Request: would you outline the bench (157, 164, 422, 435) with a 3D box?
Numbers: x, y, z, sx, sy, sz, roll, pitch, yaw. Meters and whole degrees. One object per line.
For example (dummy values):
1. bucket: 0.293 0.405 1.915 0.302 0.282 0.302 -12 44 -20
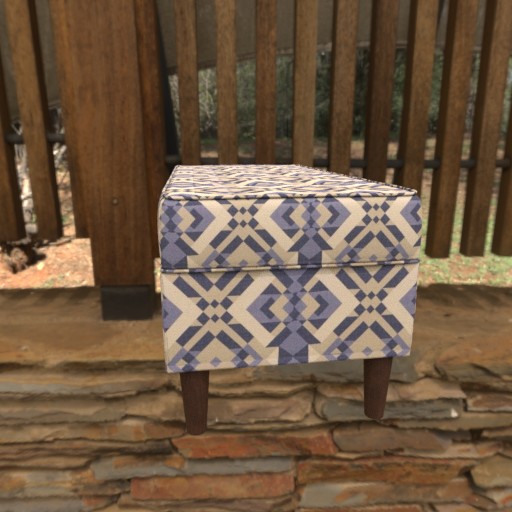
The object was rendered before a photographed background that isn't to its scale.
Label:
1. bench: 0.000 0.000 1.298 0.492 0.477 1.016 -2 15 -8
